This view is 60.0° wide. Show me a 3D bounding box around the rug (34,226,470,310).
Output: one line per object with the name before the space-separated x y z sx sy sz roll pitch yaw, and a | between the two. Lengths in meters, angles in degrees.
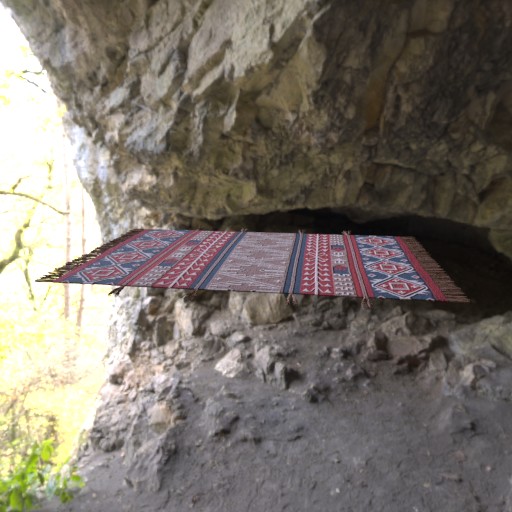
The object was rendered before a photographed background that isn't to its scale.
rug | 0.000 0.000 2.583 2.025 0.040 1.469 2 16 8
